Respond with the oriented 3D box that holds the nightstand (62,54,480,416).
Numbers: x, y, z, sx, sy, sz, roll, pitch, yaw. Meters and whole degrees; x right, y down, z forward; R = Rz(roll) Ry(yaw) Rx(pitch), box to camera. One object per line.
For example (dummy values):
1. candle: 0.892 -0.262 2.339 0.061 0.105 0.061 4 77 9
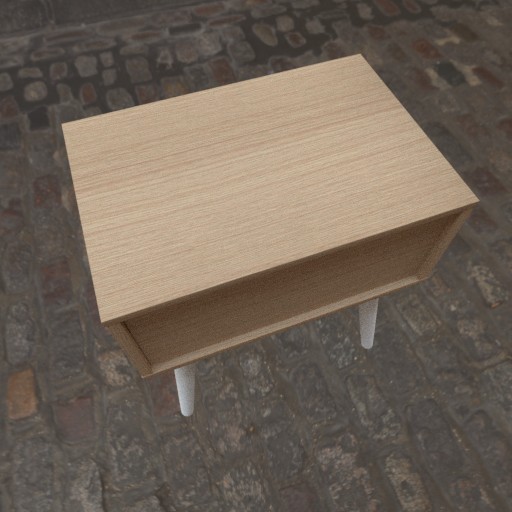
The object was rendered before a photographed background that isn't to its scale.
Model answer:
1. nightstand: 0.000 0.000 0.977 0.571 0.610 0.407 -17 60 -11
